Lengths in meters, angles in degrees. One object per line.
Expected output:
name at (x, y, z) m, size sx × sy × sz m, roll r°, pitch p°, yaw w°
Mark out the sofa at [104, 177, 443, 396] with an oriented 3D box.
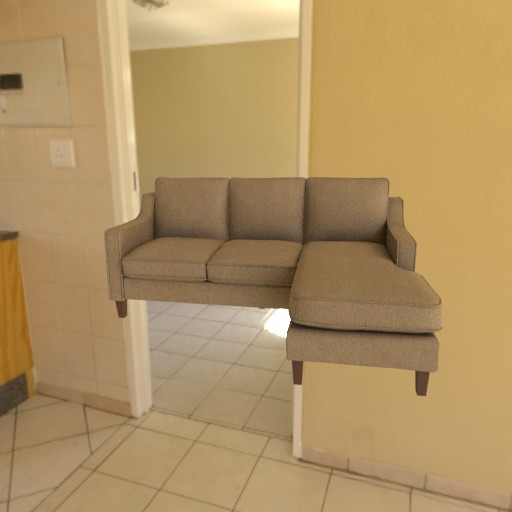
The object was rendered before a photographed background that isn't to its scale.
sofa at (0.000, 0.000, 3.312) m, size 2.317 × 1.081 × 1.858 m, roll 2°, pitch 15°, yaw 9°
